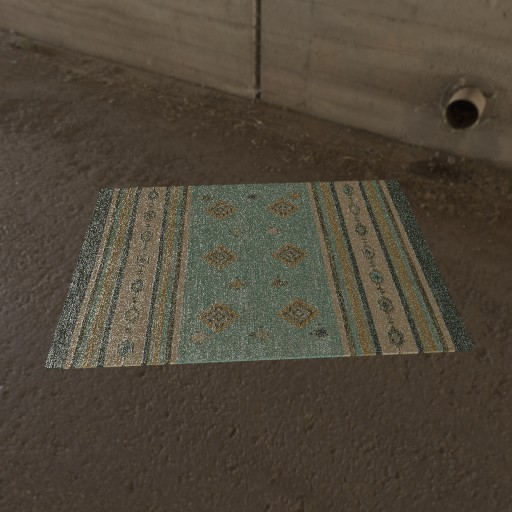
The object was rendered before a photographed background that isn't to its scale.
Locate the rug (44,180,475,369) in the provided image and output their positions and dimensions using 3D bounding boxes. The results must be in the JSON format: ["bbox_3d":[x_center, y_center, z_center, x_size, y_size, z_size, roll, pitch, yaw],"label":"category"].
[{"bbox_3d":[0.000,0.000,2.280,1.811,0.010,1.212,-2,46,-2],"label":"rug"}]
